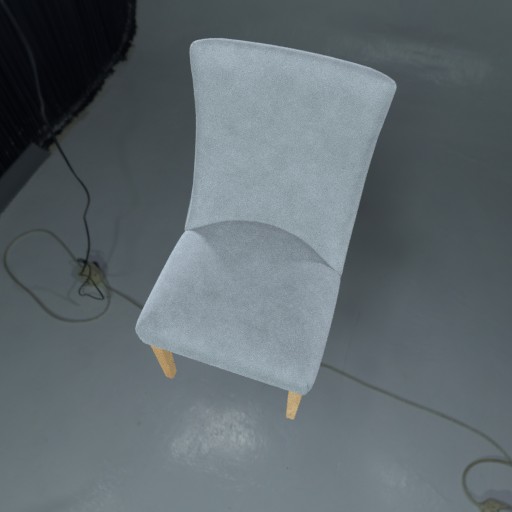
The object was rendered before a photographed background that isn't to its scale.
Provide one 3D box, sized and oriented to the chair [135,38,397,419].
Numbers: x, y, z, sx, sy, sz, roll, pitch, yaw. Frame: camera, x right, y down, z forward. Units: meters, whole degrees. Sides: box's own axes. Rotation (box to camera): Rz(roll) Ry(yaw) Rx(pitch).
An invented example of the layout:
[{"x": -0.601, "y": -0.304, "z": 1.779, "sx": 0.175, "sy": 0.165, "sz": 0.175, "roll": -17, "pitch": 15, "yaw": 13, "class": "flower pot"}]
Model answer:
[{"x": 0.000, "y": 0.000, "z": 1.235, "sx": 0.495, "sy": 0.902, "sz": 0.610, "roll": 16, "pitch": 60, "yaw": 9, "class": "chair"}]
